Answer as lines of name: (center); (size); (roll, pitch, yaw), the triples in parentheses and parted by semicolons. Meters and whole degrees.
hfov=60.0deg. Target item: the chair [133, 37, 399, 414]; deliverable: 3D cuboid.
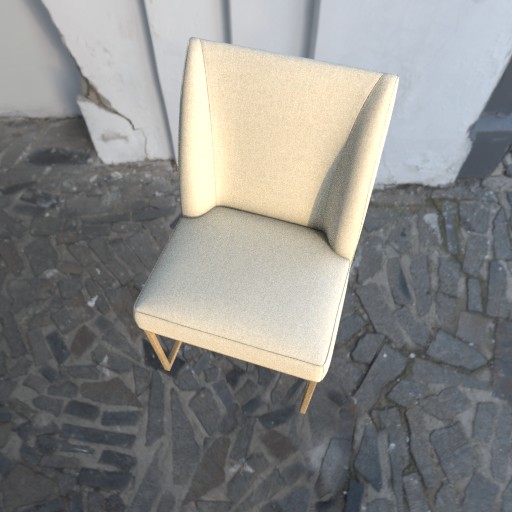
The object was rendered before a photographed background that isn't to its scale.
chair: (0.000, 0.000, 1.183); (0.508, 0.863, 0.522); (15, 59, 9)
